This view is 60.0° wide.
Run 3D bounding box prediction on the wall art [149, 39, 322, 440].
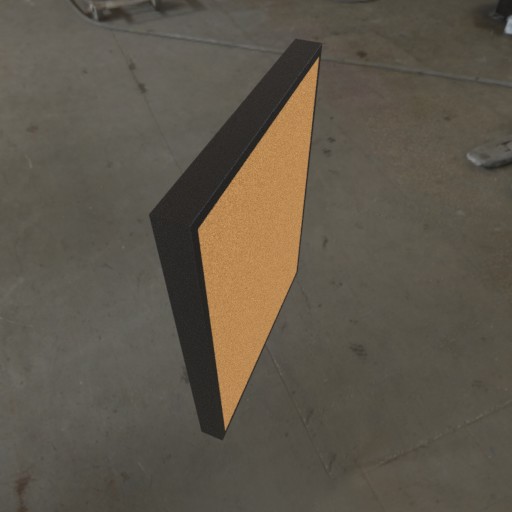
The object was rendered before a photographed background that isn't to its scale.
[{"bbox_3d":[0.000,0.000,0.509,0.030,0.369,0.294,17,50,15],"label":"wall art"}]
